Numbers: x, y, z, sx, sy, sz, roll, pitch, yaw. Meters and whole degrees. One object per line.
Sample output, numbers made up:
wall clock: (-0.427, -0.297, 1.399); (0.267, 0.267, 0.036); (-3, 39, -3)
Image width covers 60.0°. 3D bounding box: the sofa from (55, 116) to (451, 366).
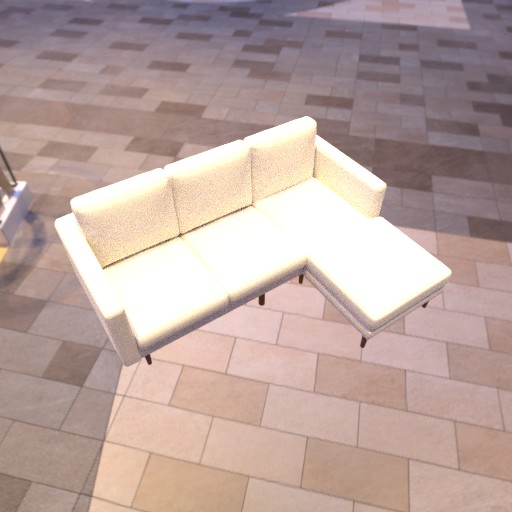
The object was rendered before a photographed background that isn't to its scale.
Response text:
sofa: (0.000, 0.000, 2.882); (2.029, 0.899, 1.580); (-26, 51, -23)
